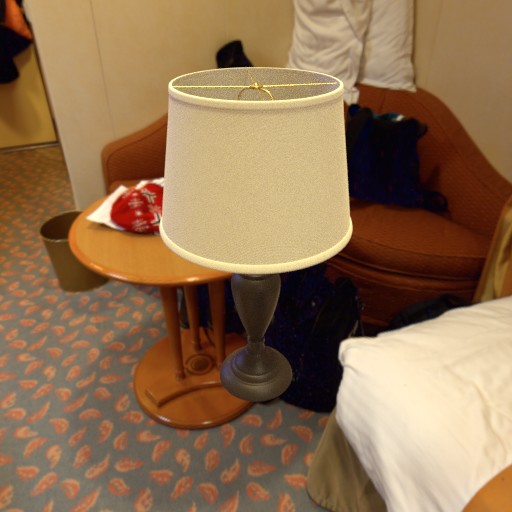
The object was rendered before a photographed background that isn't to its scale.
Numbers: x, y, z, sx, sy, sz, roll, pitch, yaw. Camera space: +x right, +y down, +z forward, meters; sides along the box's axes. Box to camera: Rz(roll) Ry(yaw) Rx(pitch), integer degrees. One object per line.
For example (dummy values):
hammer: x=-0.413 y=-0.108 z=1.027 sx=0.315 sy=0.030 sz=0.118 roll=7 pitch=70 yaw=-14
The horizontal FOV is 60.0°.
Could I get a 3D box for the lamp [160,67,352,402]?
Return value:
lamp: x=0.000 y=0.000 z=0.821 sx=0.335 sy=0.611 sz=0.335 roll=0 pitch=32 yaw=0
